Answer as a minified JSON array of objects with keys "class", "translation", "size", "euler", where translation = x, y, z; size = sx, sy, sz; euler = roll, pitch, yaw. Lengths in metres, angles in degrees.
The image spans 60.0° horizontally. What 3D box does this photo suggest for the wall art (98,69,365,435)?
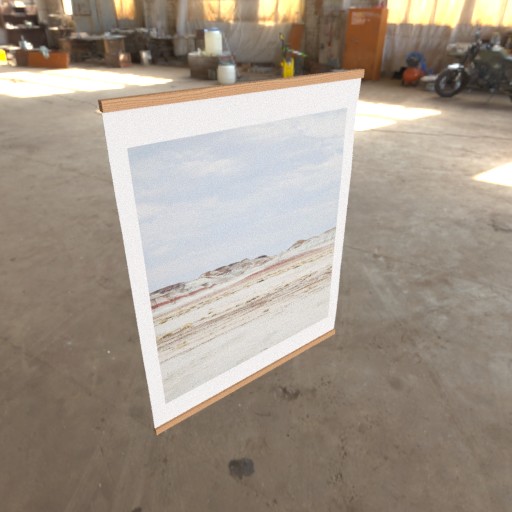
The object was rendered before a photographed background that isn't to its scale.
[{"class":"wall art","translation":[0.000,0.000,0.686],"size":[0.404,0.507,0.010],"euler":[-21,36,-32]}]
